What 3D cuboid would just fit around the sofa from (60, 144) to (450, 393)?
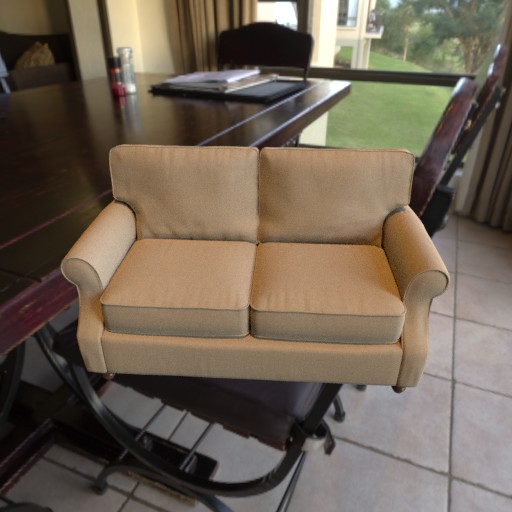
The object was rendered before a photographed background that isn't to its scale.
[{"bbox_3d":[0.000,0.000,2.206,1.665,0.937,0.964,2,30,3],"label":"sofa"}]
